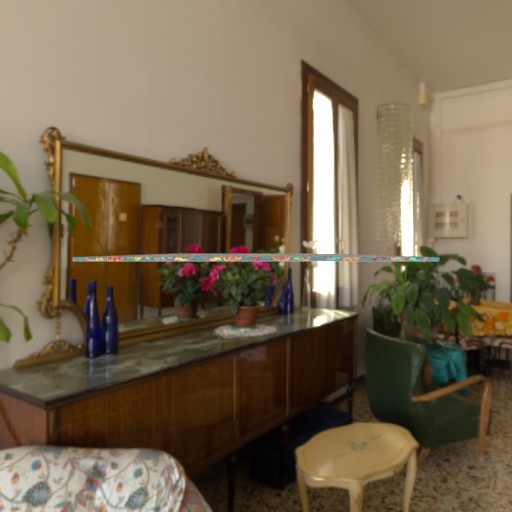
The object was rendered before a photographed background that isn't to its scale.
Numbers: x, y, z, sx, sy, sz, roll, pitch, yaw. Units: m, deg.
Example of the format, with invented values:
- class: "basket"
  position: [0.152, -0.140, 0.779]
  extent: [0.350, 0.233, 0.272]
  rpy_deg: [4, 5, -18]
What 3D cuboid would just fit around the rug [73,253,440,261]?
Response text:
- class: "rug"
  position: [0.000, 0.000, 2.378]
  extent: [1.216, 0.014, 1.836]
  rpy_deg: [0, 1, 0]
